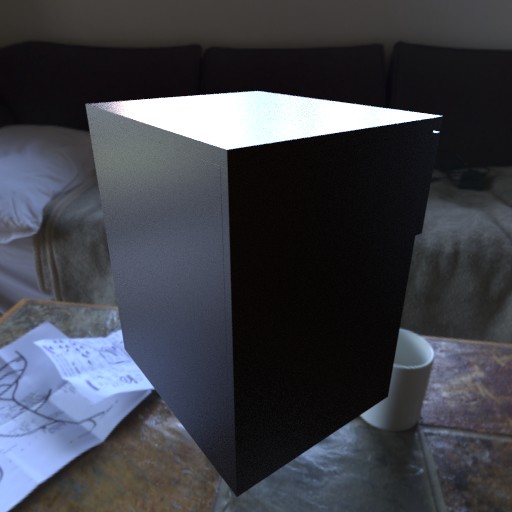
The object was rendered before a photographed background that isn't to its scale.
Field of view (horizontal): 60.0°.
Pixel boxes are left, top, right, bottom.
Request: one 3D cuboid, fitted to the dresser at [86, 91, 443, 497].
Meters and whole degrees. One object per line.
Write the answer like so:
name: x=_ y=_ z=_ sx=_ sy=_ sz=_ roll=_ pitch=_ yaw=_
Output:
dresser: x=0.000 y=0.000 z=0.739 sx=0.360 sy=0.470 sz=0.400 roll=-18 pitch=31 yaw=-32
